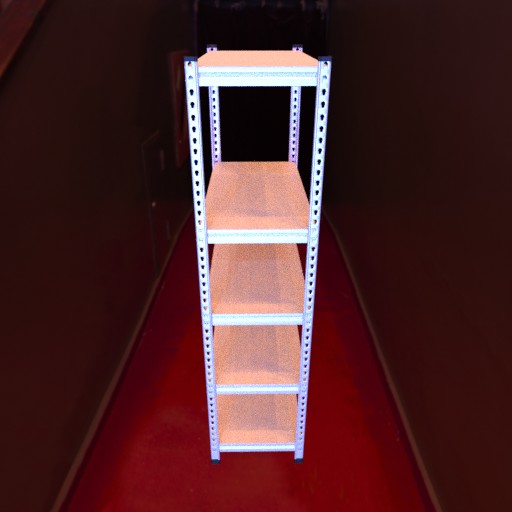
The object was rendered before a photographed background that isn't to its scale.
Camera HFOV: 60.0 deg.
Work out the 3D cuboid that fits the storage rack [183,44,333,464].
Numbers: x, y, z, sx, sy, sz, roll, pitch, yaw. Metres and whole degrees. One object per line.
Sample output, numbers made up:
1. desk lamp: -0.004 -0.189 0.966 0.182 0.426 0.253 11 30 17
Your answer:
1. storage rack: 0.000 0.000 2.161 0.457 1.829 0.914 0 28 -1
